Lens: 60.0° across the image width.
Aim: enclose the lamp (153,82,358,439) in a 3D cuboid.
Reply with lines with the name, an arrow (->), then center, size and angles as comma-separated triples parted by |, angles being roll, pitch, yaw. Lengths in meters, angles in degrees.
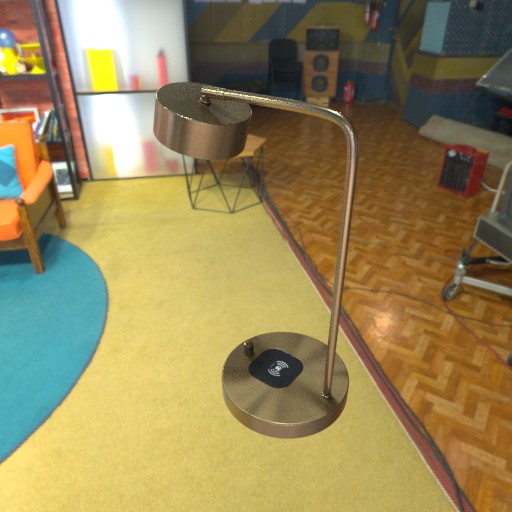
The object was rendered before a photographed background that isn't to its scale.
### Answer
lamp -> 0.000, 0.000, 0.543 | 0.270, 0.380, 0.171 | 21, 36, 32
